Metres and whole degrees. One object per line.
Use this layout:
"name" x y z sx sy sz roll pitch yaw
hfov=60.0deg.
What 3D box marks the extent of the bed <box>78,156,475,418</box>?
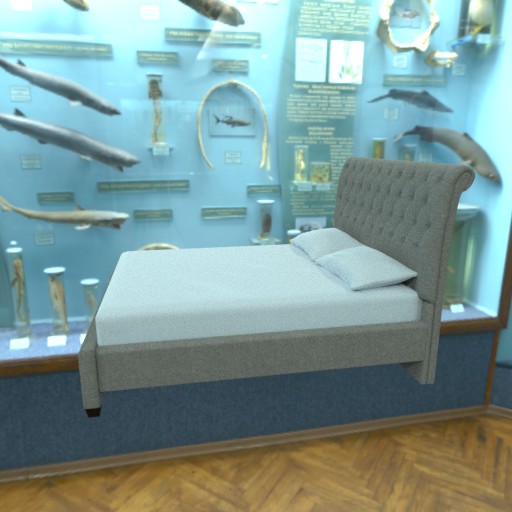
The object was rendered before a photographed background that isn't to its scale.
"bed" 0.000 0.000 3.265 2.252 1.371 1.645 -3 15 -11
